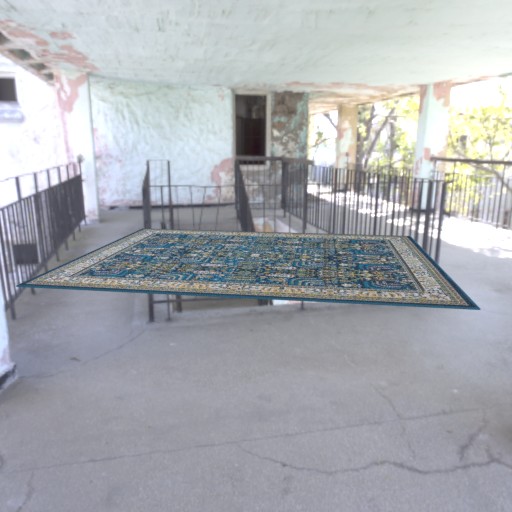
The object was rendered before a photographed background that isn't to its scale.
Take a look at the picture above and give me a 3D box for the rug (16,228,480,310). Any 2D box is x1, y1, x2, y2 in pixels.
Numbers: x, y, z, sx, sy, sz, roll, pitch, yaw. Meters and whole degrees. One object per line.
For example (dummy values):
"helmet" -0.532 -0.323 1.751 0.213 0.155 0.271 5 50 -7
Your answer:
"rug" 0.000 0.000 3.927 3.044 0.015 2.226 2 14 8
